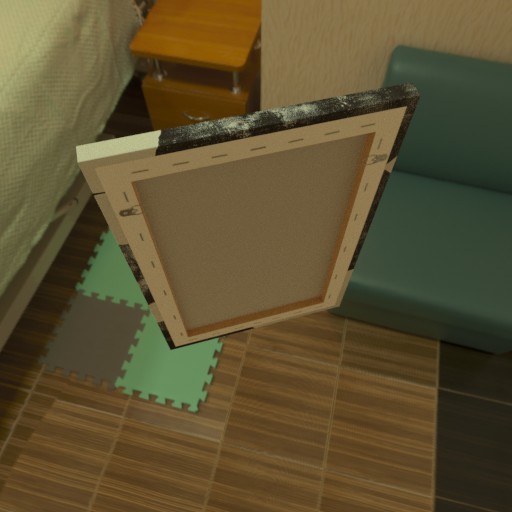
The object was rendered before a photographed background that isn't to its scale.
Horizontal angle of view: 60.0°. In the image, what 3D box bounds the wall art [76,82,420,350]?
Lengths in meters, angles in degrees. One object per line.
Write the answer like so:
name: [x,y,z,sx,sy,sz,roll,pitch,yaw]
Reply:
wall art: [0.000,0.000,1.160,0.610,0.915,0.041,-13,60,-8]
